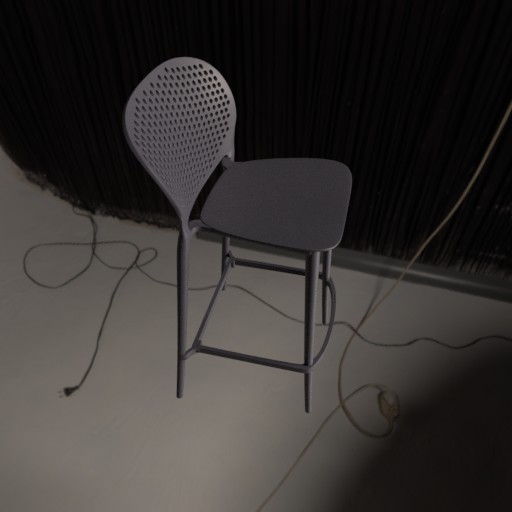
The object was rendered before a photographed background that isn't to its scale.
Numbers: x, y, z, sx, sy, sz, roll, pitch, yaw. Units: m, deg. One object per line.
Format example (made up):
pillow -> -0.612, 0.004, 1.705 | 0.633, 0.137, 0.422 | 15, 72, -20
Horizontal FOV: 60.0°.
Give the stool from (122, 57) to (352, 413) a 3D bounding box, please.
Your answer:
stool -> 0.000, 0.000, 1.344 | 0.535, 1.045, 0.536 | 11, 47, 10
